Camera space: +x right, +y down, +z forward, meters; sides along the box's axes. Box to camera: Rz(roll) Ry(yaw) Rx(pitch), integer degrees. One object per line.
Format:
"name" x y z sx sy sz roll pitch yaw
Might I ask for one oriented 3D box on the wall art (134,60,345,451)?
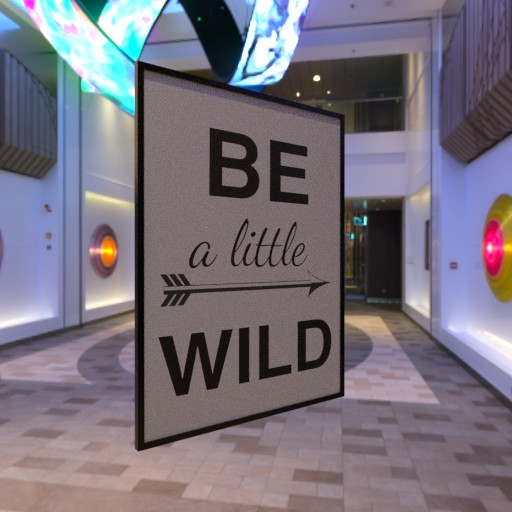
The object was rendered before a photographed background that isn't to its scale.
"wall art" 0.000 0.000 0.793 0.442 0.582 0.013 0 0 -36
